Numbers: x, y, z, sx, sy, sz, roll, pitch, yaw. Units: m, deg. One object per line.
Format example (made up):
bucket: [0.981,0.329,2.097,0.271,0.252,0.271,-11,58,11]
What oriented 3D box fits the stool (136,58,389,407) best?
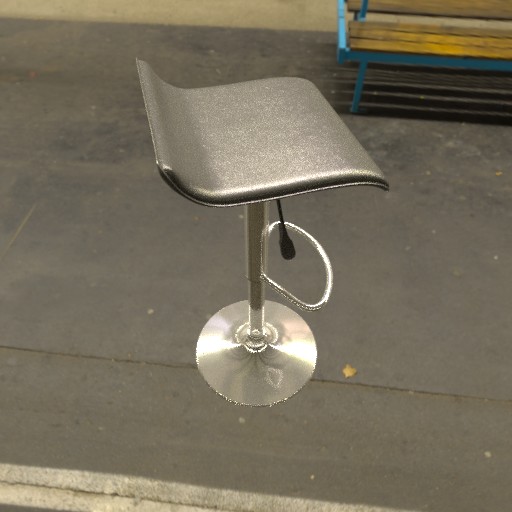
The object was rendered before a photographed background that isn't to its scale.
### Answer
stool: [0.000,0.000,1.071,0.381,0.851,0.381,-11,48,-10]
